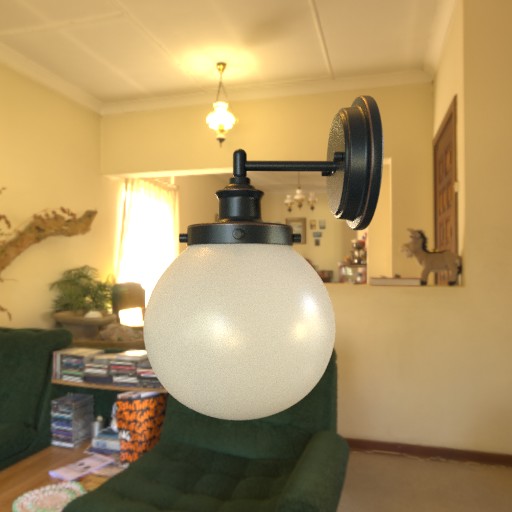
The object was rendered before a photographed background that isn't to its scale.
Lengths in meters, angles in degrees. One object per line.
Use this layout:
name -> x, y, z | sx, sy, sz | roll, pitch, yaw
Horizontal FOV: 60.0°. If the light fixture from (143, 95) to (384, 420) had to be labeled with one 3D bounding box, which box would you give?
light fixture -> 0.000, 0.000, 0.467 | 0.230, 0.332, 0.197 | 0, -1, -1
